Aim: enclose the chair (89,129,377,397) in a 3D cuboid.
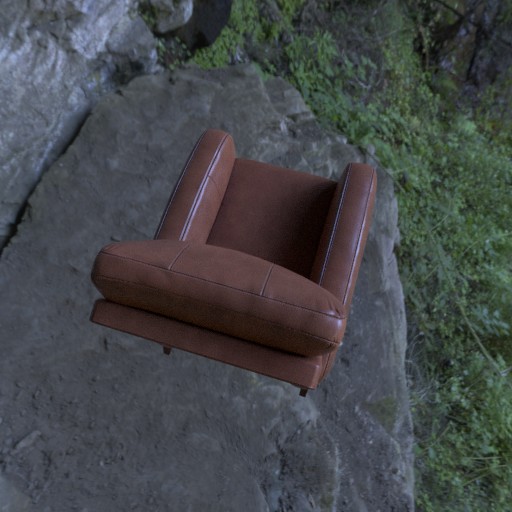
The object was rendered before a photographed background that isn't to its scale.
[{"bbox_3d":[0.000,0.000,1.652,0.762,0.990,0.990,15,64,8],"label":"chair"}]
